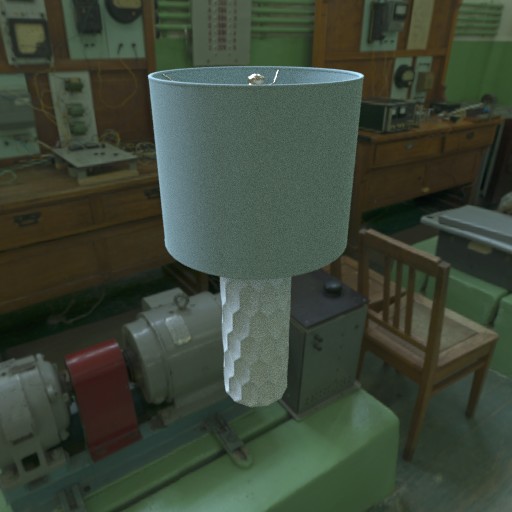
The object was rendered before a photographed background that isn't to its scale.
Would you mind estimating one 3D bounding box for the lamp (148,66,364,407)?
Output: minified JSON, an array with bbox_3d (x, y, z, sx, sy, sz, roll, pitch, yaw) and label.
[{"bbox_3d":[0.000,0.000,0.700,0.277,0.534,0.277,-18,32,-31],"label":"lamp"}]
